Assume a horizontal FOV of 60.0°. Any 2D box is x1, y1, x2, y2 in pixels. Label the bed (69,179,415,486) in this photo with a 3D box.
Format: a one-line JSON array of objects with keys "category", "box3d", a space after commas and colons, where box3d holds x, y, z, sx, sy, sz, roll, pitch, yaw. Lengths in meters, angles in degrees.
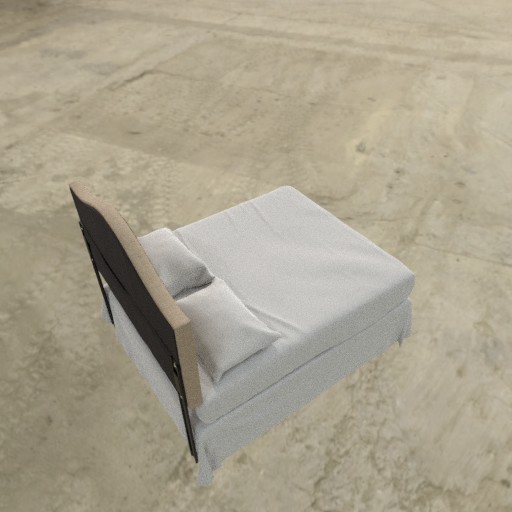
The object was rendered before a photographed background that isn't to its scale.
[{"category": "bed", "box3d": [0.000, 0.000, 3.433, 2.221, 1.645, 1.876, -25, 47, -26]}]
